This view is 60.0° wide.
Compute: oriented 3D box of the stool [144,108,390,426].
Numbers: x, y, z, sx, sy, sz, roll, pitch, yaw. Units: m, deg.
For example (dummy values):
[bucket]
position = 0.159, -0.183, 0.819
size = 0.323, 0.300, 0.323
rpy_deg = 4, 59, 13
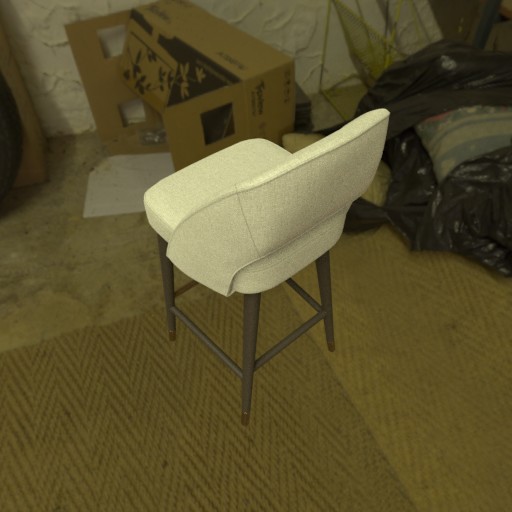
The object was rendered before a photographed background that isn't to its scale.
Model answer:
[stool]
position = 0.000, 0.000, 1.295
size = 0.494, 1.037, 0.509
rpy_deg = -33, 55, -26
